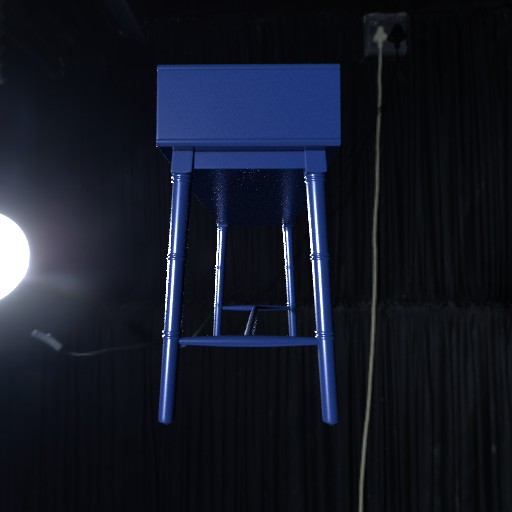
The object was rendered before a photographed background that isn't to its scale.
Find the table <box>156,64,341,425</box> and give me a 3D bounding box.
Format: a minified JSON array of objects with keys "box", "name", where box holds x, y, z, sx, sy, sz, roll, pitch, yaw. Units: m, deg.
[{"box":[0.000,0.000,1.460,0.399,0.749,1.118,0,-3,1],"name":"table"}]
